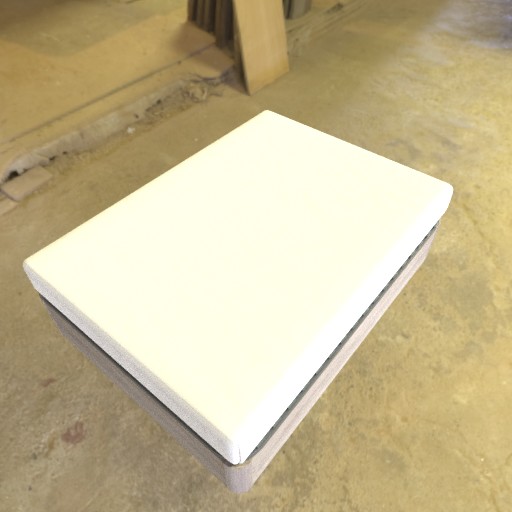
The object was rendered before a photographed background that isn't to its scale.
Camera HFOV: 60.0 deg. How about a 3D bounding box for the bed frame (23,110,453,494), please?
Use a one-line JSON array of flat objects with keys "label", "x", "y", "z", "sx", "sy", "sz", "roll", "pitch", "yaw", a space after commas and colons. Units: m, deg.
[{"label": "bed frame", "x": 0.000, "y": 0.000, "z": 2.501, "sx": 1.400, "sy": 0.561, "sz": 1.900, "roll": 31, "pitch": 54, "yaw": 26}]
